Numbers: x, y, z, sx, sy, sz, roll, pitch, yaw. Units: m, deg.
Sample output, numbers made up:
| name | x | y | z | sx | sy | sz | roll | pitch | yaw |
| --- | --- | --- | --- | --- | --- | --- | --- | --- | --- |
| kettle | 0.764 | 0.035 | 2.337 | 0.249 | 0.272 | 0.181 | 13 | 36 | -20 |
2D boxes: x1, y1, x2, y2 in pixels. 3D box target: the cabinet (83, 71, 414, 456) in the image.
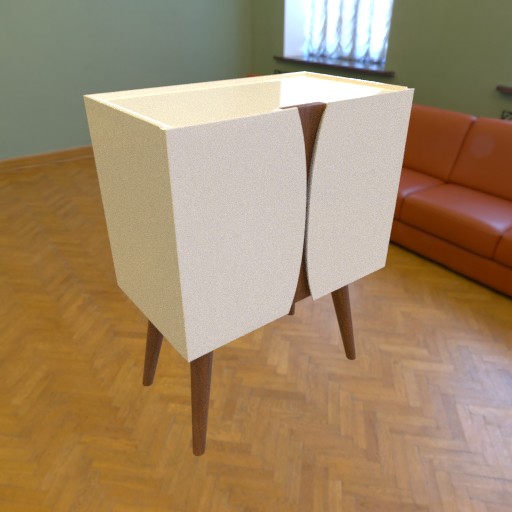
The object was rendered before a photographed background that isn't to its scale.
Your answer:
| name | x | y | z | sx | sy | sz | roll | pitch | yaw |
| --- | --- | --- | --- | --- | --- | --- | --- | --- | --- |
| cabinet | 0.000 | 0.000 | 1.095 | 0.591 | 0.772 | 0.344 | -21 | 35 | -32 |
